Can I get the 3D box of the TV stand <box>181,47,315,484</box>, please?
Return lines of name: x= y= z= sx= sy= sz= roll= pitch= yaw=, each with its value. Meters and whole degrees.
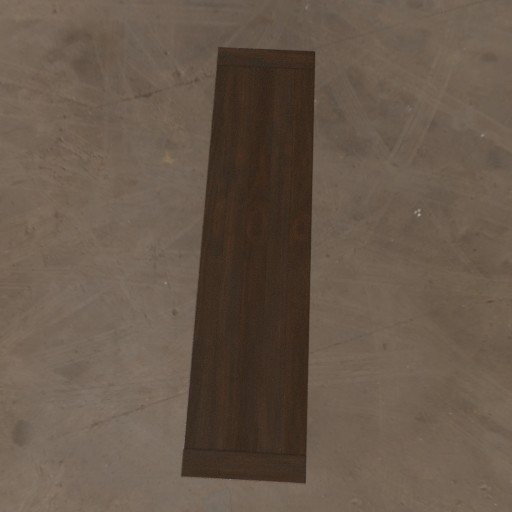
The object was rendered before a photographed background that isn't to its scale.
TV stand: x=0.000 y=0.000 z=2.155 sx=0.471 sy=0.615 sz=1.866 roll=3 pitch=75 yaw=1
